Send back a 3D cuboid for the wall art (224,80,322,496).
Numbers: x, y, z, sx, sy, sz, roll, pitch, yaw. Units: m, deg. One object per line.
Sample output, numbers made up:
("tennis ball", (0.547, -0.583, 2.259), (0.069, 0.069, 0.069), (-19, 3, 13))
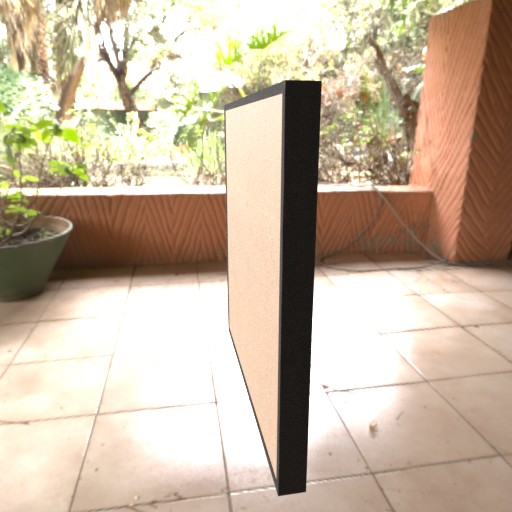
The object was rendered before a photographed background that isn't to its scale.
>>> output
("wall art", (0.000, 0.000, 0.752), (0.038, 0.508, 0.508), (-3, 16, -10))
